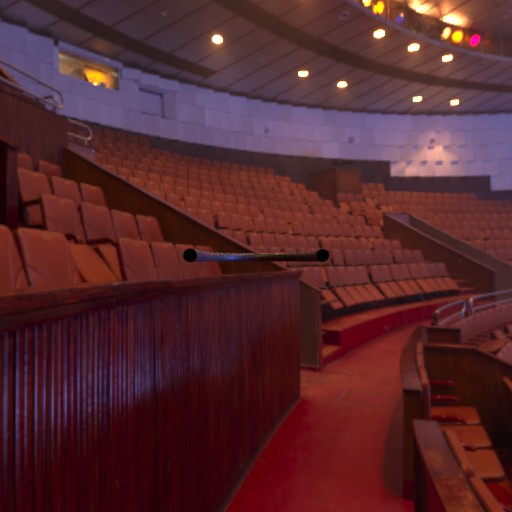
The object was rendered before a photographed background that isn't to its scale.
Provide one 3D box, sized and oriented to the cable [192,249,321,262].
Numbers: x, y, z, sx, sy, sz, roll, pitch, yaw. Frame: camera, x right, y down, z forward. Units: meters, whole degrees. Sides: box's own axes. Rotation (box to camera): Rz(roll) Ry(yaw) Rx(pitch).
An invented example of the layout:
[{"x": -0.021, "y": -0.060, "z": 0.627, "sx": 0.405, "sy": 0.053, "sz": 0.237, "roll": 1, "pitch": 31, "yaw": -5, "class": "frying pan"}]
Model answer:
[{"x": 0.000, "y": 0.000, "z": 0.113, "sx": 0.041, "sy": 0.005, "sz": 0.098, "roll": 0, "pitch": -1, "yaw": 1, "class": "cable"}]
